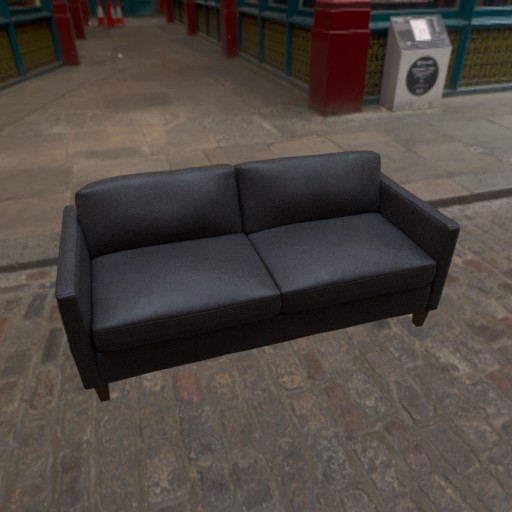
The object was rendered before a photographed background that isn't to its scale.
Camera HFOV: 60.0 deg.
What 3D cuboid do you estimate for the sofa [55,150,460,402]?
[{"bbox_3d":[0.000,0.000,2.479,1.971,0.863,0.933,-10,34,-15],"label":"sofa"}]
